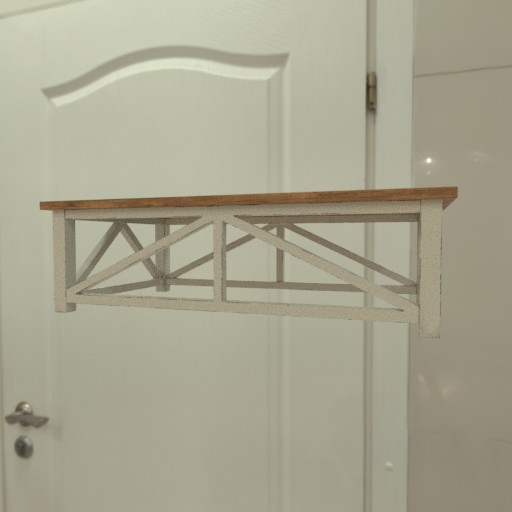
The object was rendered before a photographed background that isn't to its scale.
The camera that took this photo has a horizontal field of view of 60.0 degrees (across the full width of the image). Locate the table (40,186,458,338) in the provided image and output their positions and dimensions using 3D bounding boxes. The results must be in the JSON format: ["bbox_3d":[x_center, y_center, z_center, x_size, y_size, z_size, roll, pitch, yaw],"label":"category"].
[{"bbox_3d":[0.000,0.000,1.776,1.400,0.410,0.800,1,2,19],"label":"table"}]
